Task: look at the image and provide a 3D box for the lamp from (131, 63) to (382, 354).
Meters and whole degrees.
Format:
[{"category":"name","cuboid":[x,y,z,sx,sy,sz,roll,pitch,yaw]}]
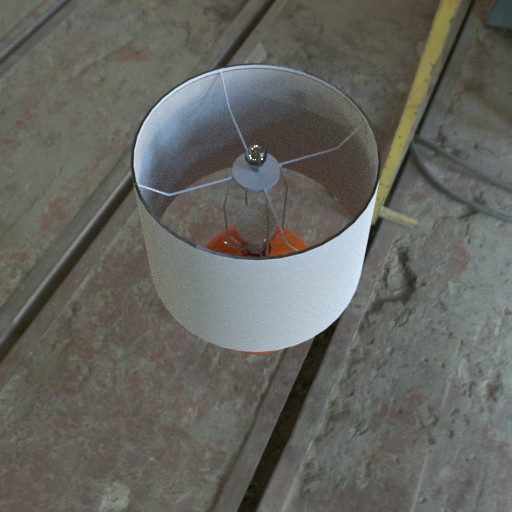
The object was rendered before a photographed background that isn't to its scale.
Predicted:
[{"category":"lamp","cuboid":[0.000,0.000,0.536,0.247,0.387,0.247,0,63,0]}]
